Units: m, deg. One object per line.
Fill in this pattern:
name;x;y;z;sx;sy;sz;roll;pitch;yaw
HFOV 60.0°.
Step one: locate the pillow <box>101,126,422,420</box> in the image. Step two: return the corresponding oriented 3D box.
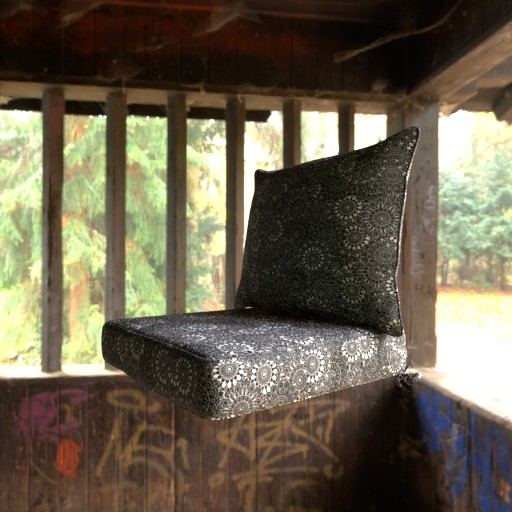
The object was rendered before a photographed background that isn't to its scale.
pillow;0.000;0.000;1.348;0.740;0.722;0.798;0;0;-37
